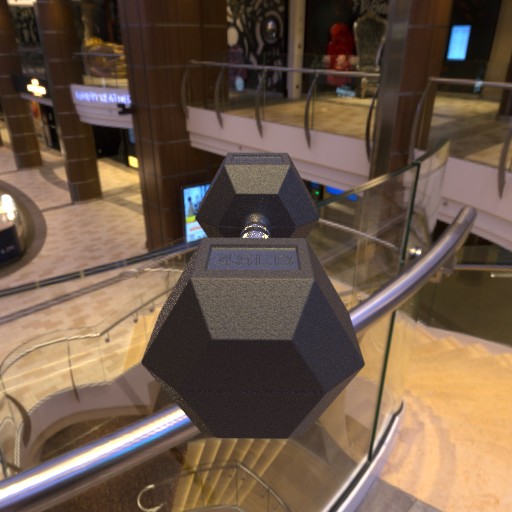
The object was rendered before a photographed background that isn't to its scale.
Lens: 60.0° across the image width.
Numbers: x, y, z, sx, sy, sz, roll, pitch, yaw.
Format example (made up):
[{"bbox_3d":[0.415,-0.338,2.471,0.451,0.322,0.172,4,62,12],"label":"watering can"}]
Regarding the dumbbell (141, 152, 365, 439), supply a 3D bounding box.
[{"bbox_3d":[0.000,0.000,0.416,0.141,0.123,0.356,0,26,1],"label":"dumbbell"}]
